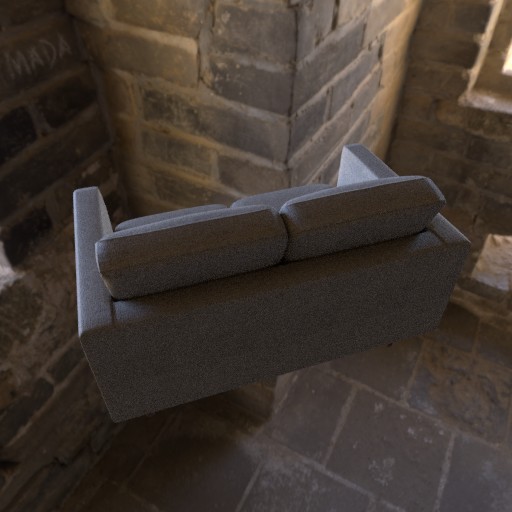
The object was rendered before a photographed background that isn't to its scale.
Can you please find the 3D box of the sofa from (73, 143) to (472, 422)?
[{"bbox_3d":[0.000,0.000,2.120,1.527,0.973,0.969,-12,43,-14],"label":"sofa"}]
